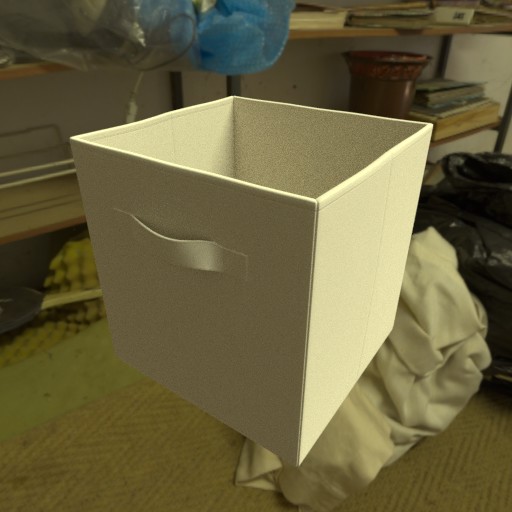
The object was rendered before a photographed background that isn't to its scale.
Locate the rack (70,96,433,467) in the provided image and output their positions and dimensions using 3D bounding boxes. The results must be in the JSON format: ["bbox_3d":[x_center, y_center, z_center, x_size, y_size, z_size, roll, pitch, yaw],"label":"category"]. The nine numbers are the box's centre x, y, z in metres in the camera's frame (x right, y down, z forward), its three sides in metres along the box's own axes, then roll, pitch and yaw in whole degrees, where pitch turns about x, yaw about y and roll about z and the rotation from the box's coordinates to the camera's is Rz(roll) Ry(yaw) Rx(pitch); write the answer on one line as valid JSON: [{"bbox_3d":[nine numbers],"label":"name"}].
[{"bbox_3d":[0.000,0.000,0.503,0.270,0.280,0.270,20,36,30],"label":"rack"}]
